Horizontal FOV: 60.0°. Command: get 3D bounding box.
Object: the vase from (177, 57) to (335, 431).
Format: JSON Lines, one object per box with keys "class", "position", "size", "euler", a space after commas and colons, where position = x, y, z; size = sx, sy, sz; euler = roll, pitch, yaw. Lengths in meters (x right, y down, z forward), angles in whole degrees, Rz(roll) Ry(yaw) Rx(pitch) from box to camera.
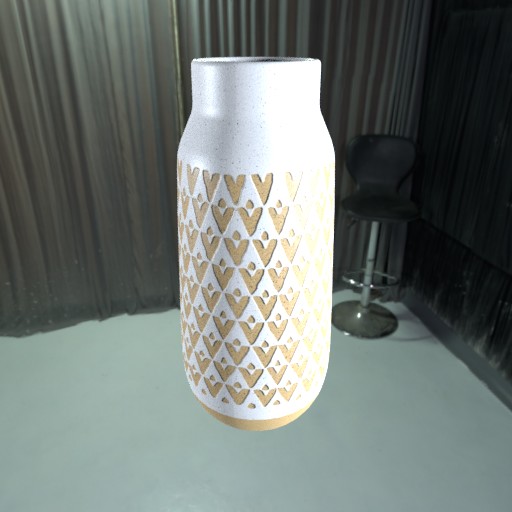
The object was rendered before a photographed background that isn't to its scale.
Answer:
{"class": "vase", "position": [0.000, 0.000, 0.378], "size": [0.137, 0.307, 0.137], "euler": [0, 26, 0]}
